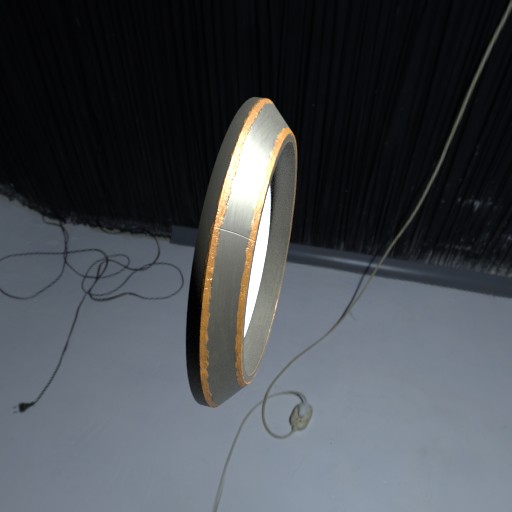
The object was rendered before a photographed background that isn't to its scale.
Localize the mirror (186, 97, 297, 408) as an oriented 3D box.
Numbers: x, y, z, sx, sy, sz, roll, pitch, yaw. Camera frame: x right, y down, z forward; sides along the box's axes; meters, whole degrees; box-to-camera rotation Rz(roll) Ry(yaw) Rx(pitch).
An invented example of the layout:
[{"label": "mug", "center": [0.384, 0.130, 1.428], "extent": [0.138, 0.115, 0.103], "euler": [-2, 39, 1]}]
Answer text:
[{"label": "mirror", "center": [0.000, 0.000, 1.354], "extent": [0.111, 0.907, 0.907], "euler": [10, 46, 10]}]
